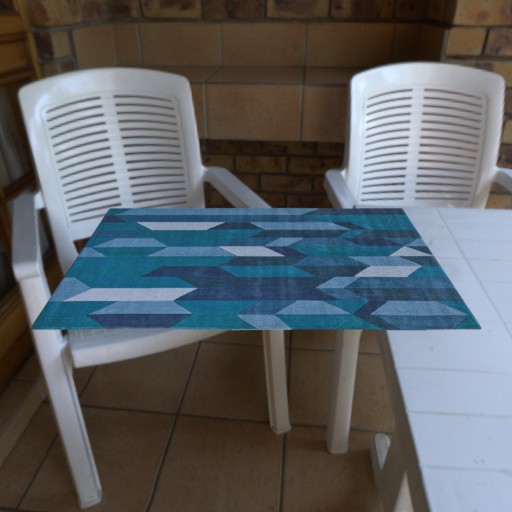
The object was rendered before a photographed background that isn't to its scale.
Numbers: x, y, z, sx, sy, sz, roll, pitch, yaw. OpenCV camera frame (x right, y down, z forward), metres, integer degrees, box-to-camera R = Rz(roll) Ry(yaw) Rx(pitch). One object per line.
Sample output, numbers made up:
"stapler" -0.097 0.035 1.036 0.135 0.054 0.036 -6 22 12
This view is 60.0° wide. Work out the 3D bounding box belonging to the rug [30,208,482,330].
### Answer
"rug" 0.000 0.000 3.017 2.420 0.005 1.528 0 31 0
